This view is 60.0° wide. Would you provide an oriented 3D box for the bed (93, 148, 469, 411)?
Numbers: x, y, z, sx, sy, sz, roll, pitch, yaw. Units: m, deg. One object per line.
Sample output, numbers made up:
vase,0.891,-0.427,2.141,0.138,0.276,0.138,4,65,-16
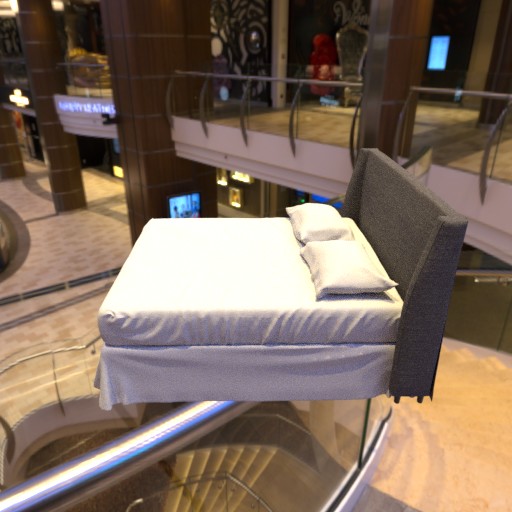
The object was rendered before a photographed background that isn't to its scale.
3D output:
bed,0.000,0.000,3.478,2.276,1.332,1.925,0,25,-1
